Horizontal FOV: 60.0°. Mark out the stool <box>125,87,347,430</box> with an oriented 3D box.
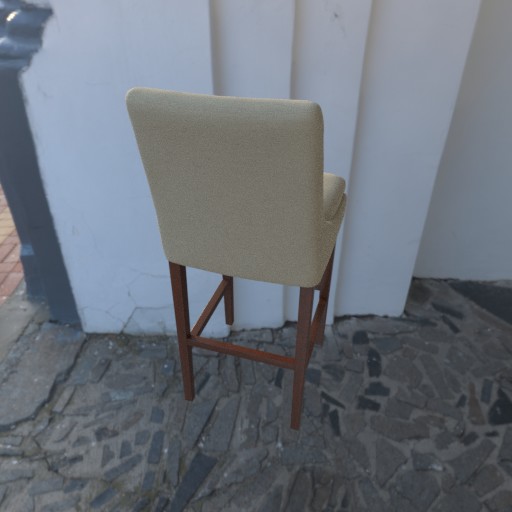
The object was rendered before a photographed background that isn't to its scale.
[{"bbox_3d":[0.000,0.000,1.370,0.470,1.078,0.577,10,35,15],"label":"stool"}]
